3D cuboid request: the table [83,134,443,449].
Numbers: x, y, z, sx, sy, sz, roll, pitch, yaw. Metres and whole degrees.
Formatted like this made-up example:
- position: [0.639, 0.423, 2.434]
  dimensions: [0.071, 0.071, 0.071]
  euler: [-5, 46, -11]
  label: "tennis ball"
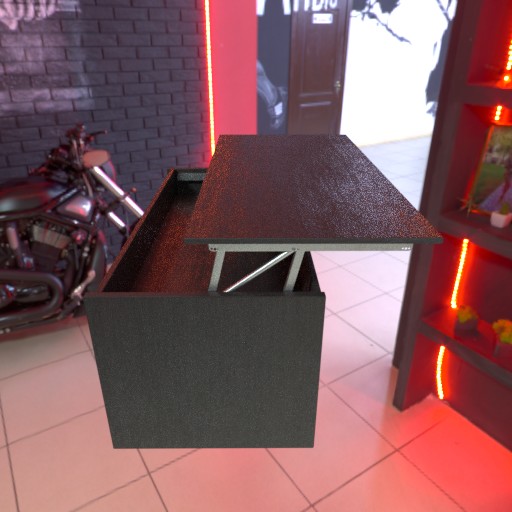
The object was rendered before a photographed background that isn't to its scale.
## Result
- position: [0.000, 0.000, 1.419]
  dimensions: [0.712, 0.570, 1.000]
  euler: [0, 26, 0]
  label: "table"
